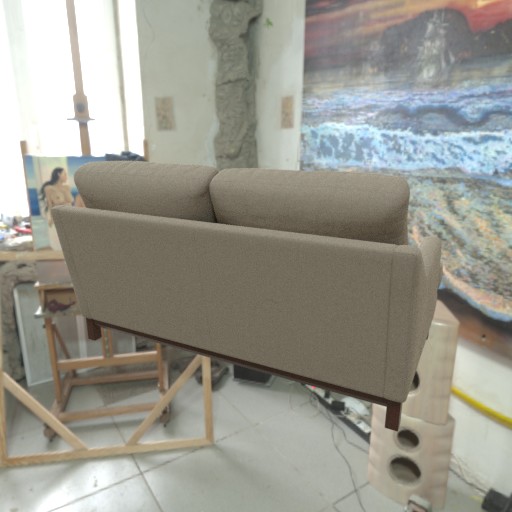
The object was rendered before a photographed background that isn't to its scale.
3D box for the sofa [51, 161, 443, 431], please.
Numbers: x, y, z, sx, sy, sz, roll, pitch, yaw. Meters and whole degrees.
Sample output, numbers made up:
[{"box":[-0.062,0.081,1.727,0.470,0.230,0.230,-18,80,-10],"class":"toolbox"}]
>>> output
[{"box":[0.000,0.000,2.141,1.619,0.910,1.004,9,19,26],"class":"sofa"}]
